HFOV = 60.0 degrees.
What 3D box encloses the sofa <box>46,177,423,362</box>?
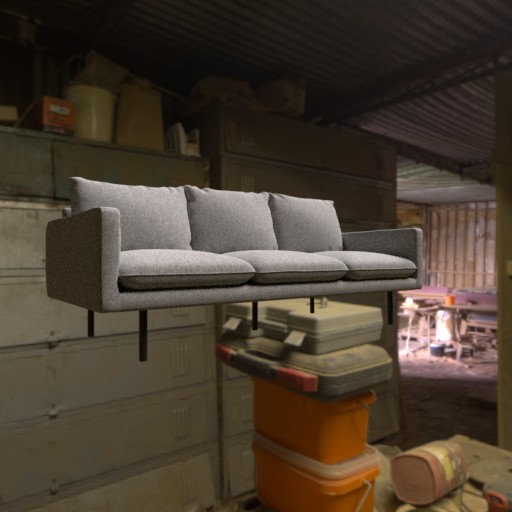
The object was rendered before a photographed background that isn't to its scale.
[{"bbox_3d":[0.000,0.000,2.475,2.000,0.830,0.850,0,0,-37],"label":"sofa"}]
